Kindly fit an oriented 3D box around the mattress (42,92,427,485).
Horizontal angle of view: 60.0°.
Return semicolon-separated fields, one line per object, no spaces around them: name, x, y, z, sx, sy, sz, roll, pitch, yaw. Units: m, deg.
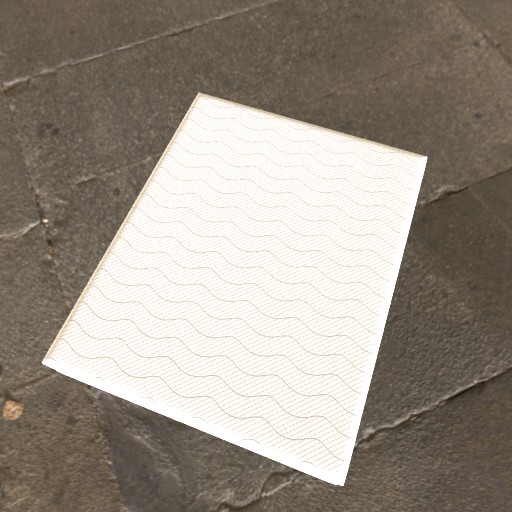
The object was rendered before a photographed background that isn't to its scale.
mattress;0.000;0.000;2.643;1.600;0.230;2.000;19;66;9
